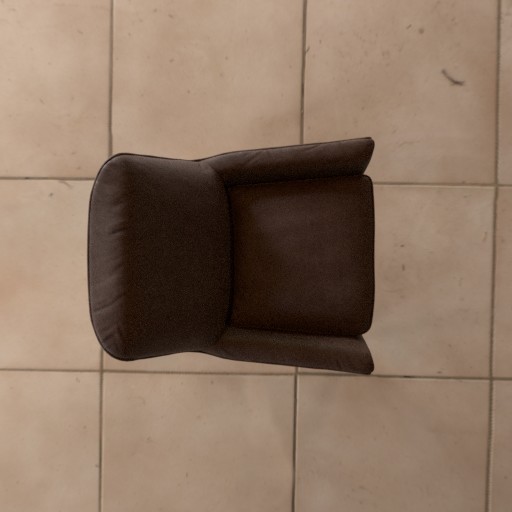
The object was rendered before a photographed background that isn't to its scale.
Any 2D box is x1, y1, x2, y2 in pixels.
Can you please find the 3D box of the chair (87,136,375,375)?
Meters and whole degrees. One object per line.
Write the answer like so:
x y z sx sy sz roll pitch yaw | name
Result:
0.000 0.000 1.502 0.824 0.888 0.787 0 90 0 | chair
